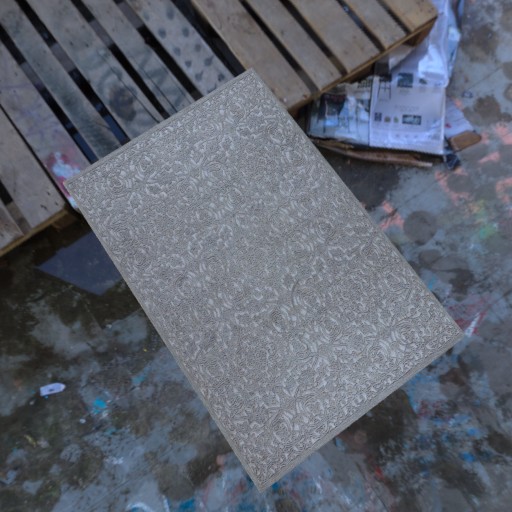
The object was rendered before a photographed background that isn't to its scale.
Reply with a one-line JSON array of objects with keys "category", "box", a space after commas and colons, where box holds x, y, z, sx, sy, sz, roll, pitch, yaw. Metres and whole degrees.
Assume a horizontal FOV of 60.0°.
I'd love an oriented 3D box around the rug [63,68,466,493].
[{"category": "rug", "box": [0.000, 0.000, 2.253, 1.221, 0.006, 1.827, -34, 79, -8]}]
